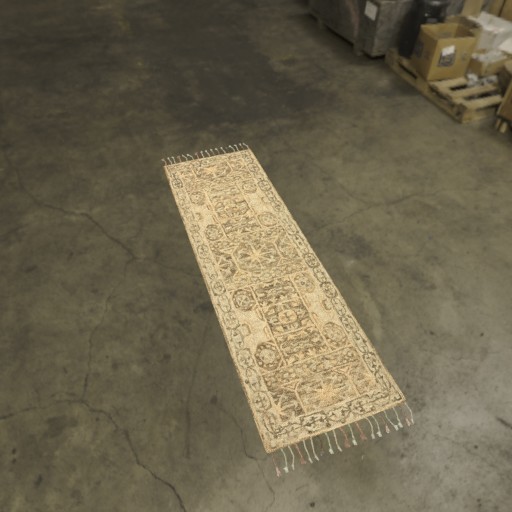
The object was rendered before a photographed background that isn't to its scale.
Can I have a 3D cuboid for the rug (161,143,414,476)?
[{"bbox_3d":[0.000,0.000,2.956,0.762,0.011,2.664,-14,48,-13],"label":"rug"}]
